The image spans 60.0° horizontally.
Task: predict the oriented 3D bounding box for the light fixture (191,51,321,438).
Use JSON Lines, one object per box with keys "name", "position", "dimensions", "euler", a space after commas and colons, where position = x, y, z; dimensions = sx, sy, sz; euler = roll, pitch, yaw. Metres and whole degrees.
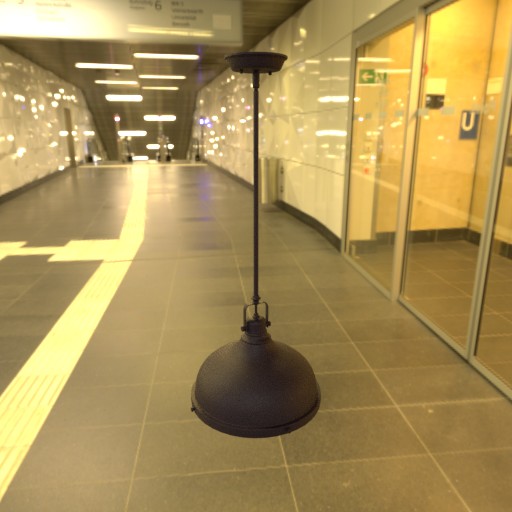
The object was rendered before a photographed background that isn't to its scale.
{"name": "light fixture", "position": [0.000, 0.000, 1.025], "dimensions": [0.341, 0.849, 0.341], "euler": [-8, 17, -25]}
